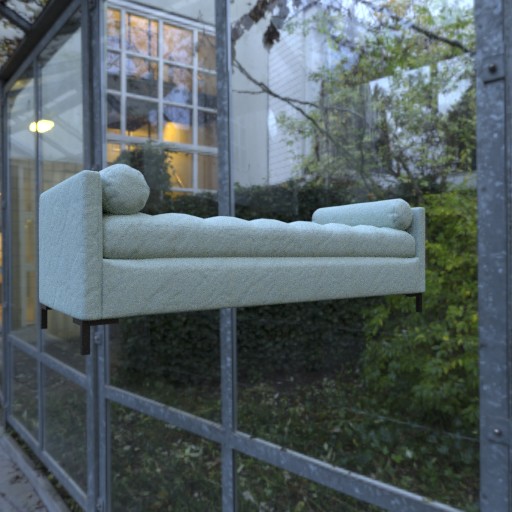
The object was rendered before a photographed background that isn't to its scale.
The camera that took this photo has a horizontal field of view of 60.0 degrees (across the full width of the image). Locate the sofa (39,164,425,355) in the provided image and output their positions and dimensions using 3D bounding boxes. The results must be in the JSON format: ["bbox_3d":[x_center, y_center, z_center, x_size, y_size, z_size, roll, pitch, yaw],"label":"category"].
[{"bbox_3d":[0.000,0.000,2.471,2.102,0.705,0.796,0,0,-36],"label":"sofa"}]
